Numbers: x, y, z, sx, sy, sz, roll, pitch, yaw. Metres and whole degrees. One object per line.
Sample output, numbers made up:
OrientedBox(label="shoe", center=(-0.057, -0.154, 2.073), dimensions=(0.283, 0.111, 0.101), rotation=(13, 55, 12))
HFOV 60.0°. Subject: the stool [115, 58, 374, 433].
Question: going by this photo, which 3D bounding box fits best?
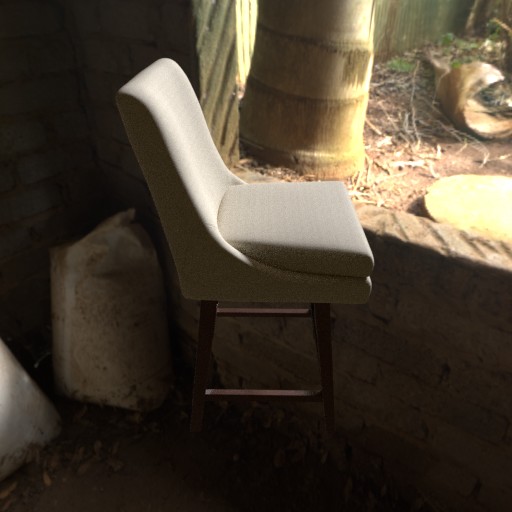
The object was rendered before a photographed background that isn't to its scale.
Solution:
OrientedBox(label="stool", center=(0.000, 0.000, 1.267), dimensions=(0.559, 0.991, 0.483), rotation=(0, 32, 1))
